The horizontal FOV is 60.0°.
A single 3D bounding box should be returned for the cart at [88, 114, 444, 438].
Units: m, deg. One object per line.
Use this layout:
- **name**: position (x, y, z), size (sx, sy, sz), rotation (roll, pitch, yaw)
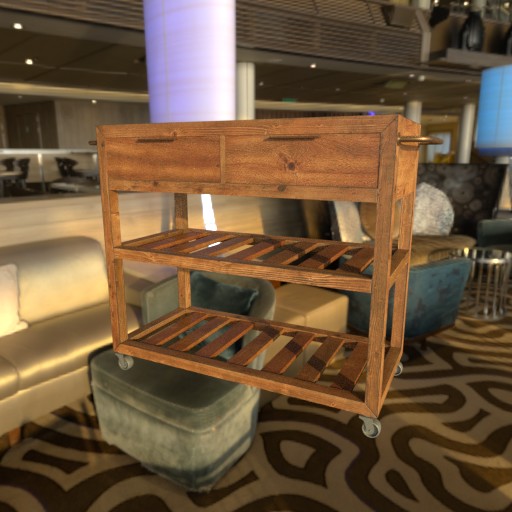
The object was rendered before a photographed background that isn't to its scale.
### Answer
- **cart**: position (0.000, 0.000, 1.459), size (1.065, 0.830, 0.445), rotation (6, 15, 26)
